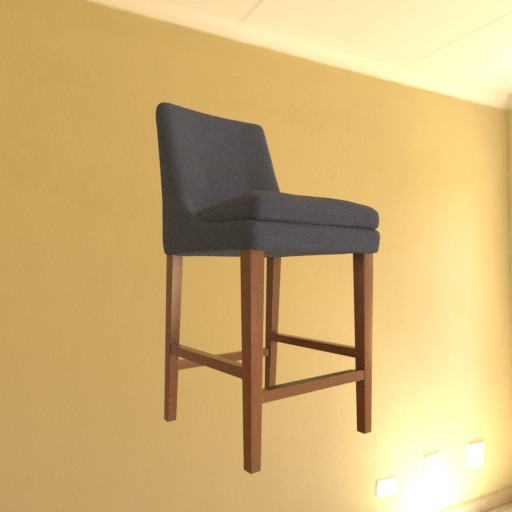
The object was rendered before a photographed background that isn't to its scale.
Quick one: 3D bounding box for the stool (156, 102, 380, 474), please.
[{"bbox_3d":[0.000,0.000,1.320,0.470,0.981,0.577,1,-2,-37],"label":"stool"}]
